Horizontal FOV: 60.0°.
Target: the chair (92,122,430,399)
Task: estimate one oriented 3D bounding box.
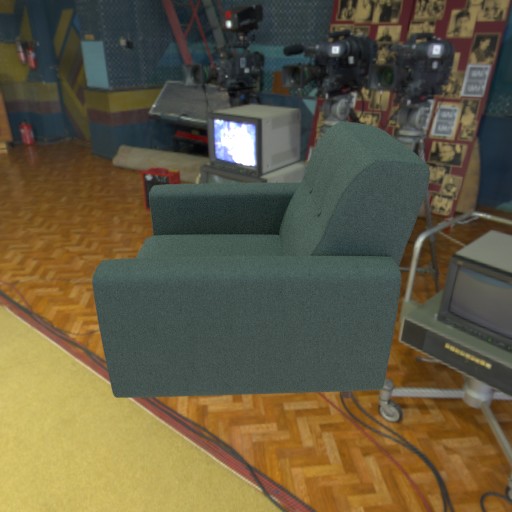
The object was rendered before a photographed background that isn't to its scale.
[{"bbox_3d":[0.000,0.000,1.566,0.909,0.841,0.831,0,26,0],"label":"chair"}]
